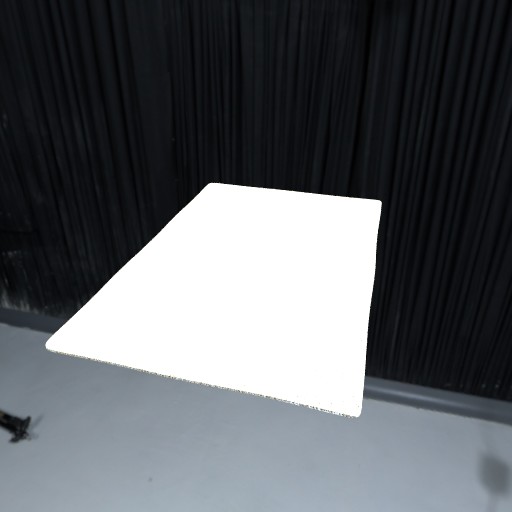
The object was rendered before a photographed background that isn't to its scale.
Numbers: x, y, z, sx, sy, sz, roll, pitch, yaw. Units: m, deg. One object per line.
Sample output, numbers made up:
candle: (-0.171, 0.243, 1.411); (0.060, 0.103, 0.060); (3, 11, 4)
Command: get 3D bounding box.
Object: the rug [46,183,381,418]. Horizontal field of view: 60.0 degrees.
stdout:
rug: (0.000, 0.000, 3.451); (1.798, 0.025, 2.698); (8, 31, 14)
